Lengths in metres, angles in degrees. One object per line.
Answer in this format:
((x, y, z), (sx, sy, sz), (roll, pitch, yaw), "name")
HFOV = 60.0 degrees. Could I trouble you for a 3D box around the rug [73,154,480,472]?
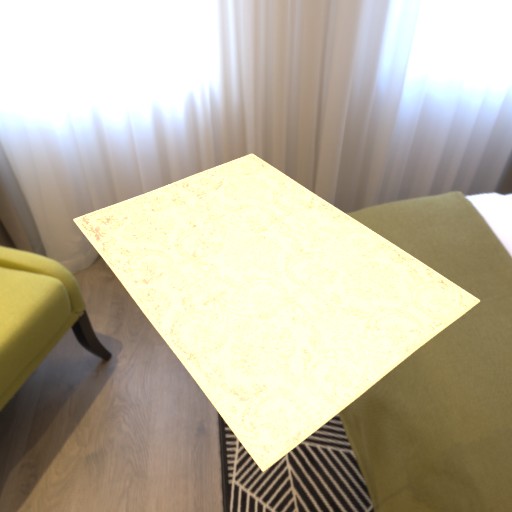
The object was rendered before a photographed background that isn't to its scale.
((0.000, 0.000, 2.861), (1.598, 0.014, 2.202), (-27, 48, -27), "rug")
